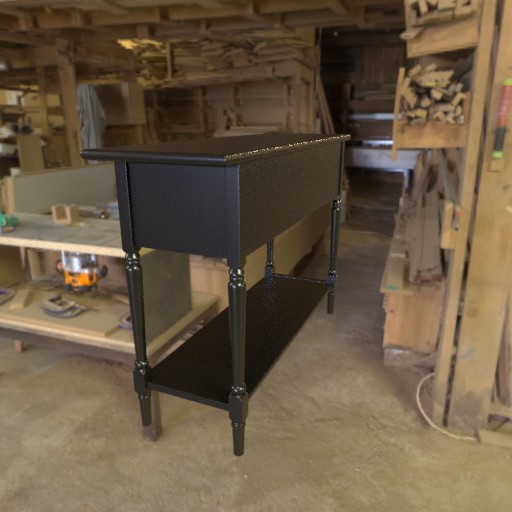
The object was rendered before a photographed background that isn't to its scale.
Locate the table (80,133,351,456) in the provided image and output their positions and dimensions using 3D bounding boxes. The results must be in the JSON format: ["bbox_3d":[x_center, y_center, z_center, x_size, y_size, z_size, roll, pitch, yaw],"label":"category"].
[{"bbox_3d":[0.000,0.000,1.610,0.386,0.819,1.191,7,19,22],"label":"table"}]
